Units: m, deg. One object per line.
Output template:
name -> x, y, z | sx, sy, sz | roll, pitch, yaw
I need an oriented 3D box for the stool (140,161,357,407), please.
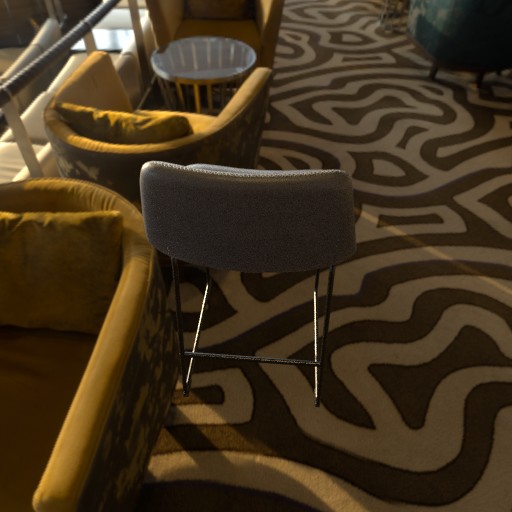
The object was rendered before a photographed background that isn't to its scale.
stool -> 0.000, 0.000, 1.185 | 0.470, 0.876, 0.546 | 3, 46, 3
